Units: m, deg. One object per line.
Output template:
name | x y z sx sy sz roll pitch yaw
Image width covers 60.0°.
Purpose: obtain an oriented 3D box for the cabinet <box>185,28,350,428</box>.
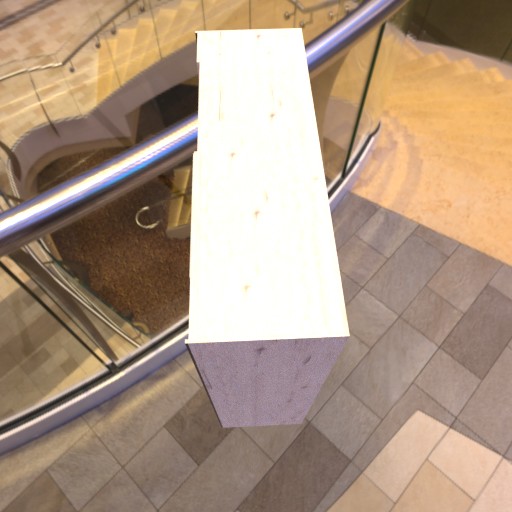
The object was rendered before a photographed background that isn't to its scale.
cabinet | 0.000 0.000 3.211 0.660 2.180 2.000 -2 61 -1
